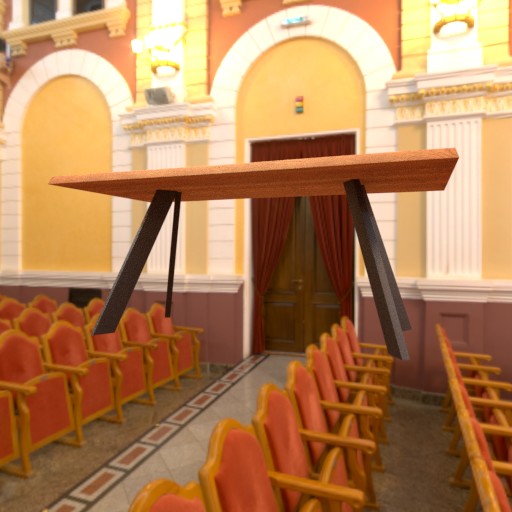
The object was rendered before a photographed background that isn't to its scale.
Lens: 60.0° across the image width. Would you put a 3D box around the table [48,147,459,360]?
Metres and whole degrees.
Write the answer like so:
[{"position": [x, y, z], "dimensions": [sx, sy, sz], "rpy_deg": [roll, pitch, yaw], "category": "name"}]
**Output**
[{"position": [0.000, 0.000, 2.243], "dimensions": [1.800, 0.770, 0.900], "rpy_deg": [0, 1, 20], "category": "table"}]
